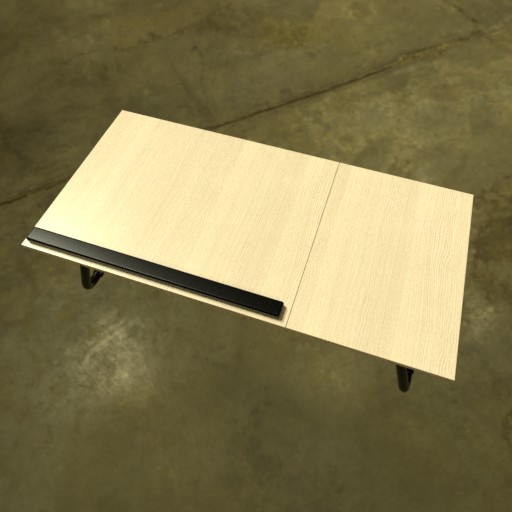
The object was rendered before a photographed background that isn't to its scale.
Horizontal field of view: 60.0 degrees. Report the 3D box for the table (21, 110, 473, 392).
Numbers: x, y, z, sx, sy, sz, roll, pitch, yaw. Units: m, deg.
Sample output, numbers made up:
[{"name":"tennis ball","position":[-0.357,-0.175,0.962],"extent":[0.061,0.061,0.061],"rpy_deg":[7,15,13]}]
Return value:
[{"name":"table","position":[0.000,0.000,0.789],"extent":[0.644,0.242,0.322],"rpy_deg":[16,59,10]}]
